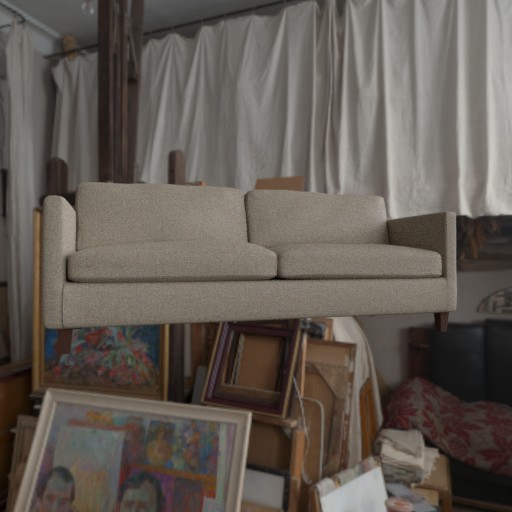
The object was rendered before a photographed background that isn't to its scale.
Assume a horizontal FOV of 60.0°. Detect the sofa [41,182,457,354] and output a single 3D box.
[{"bbox_3d":[0.000,0.000,2.888,2.434,0.965,0.951,0,-1,-18],"label":"sofa"}]
